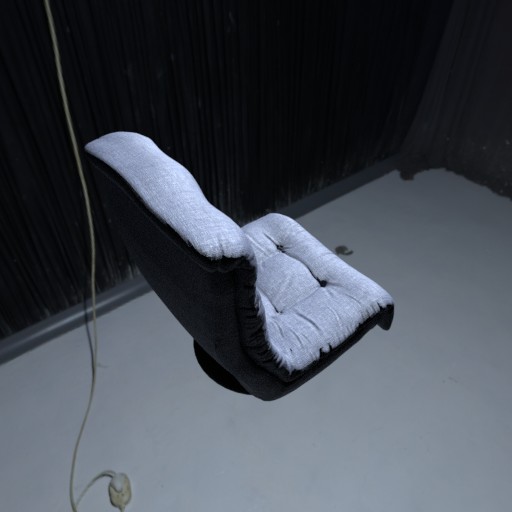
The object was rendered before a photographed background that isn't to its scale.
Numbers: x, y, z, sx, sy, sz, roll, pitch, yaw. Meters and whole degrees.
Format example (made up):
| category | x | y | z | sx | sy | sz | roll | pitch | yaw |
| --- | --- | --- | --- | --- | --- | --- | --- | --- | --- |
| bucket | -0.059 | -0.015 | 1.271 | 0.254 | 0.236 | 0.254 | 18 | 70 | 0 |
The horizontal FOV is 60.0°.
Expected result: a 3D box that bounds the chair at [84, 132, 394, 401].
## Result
| category | x | y | z | sx | sy | sz | roll | pitch | yaw |
| --- | --- | --- | --- | --- | --- | --- | --- | --- | --- |
| chair | 0.000 | 0.000 | 1.259 | 0.668 | 0.749 | 0.597 | -26 | 48 | -26 |
